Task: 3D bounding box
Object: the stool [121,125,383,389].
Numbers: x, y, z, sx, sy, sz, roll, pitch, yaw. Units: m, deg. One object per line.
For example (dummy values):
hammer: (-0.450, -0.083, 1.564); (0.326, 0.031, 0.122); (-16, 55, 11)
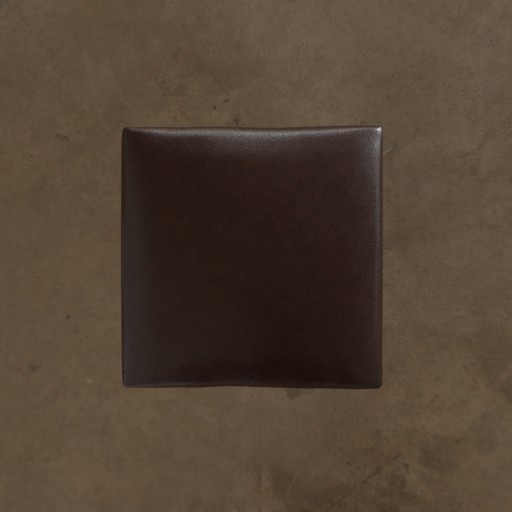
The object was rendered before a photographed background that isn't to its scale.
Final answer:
stool: (0.000, 0.000, 0.939); (0.382, 0.702, 0.383); (0, 90, 1)
